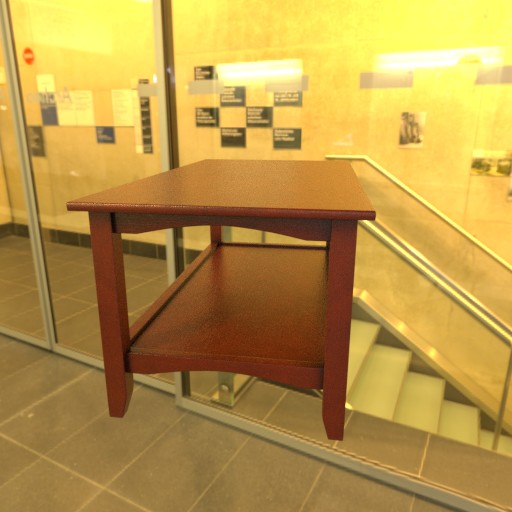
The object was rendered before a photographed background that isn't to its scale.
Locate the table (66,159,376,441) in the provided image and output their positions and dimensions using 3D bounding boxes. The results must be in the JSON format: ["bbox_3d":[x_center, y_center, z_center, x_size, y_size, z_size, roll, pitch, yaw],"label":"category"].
[{"bbox_3d":[0.000,0.000,1.252,0.533,0.456,0.943,3,17,8],"label":"table"}]
